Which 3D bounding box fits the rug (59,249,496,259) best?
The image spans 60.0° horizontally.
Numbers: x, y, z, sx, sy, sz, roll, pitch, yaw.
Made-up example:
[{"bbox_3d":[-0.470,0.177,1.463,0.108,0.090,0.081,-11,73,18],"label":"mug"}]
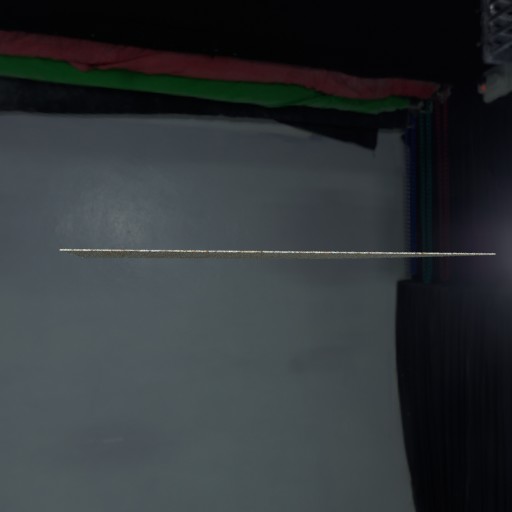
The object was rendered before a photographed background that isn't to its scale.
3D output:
[{"bbox_3d":[0.000,0.000,3.852,2.939,0.009,2.313,0,-1,-18],"label":"rug"}]
